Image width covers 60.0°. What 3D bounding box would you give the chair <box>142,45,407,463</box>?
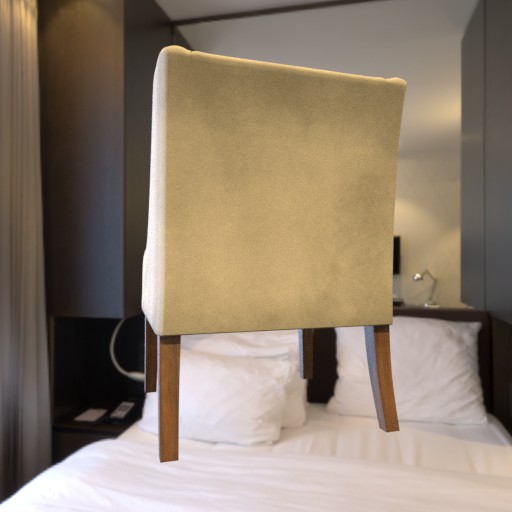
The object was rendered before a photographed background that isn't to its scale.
[{"bbox_3d":[0.000,0.000,1.307,0.629,0.895,0.629,0,-1,-17],"label":"chair"}]
